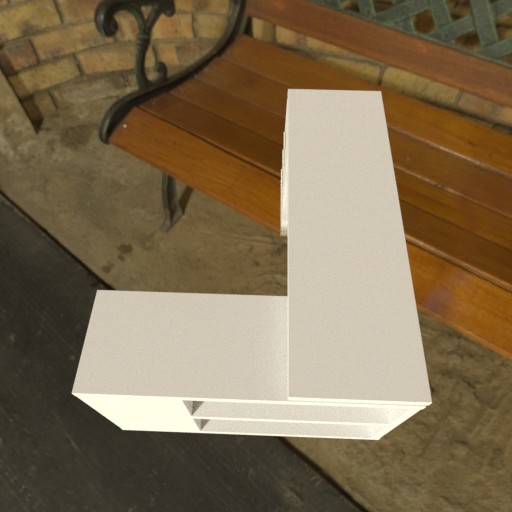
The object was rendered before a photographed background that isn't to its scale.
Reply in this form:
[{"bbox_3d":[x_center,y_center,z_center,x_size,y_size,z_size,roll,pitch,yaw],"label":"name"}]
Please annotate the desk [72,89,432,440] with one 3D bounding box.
[{"bbox_3d":[0.000,0.000,2.162,1.200,0.753,1.524,2,59,1],"label":"desk"}]
